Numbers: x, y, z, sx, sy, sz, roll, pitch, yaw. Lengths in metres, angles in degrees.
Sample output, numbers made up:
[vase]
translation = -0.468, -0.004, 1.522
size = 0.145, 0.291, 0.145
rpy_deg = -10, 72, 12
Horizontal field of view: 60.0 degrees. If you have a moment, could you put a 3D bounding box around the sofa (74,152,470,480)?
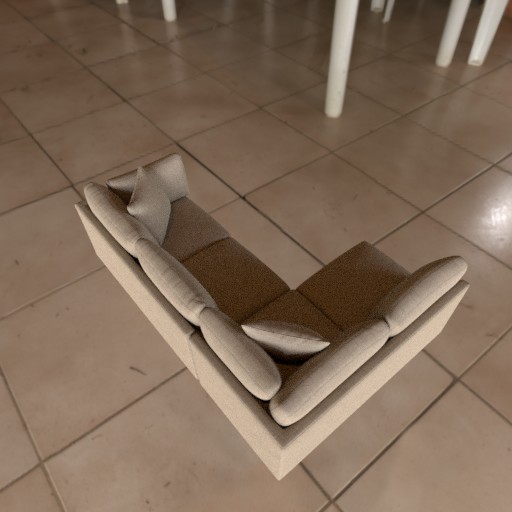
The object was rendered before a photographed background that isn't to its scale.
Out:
[sofa]
translation = 0.000, 0.000, 3.929
size = 1.994, 0.978, 2.896
rpy_deg = -31, 55, -26
